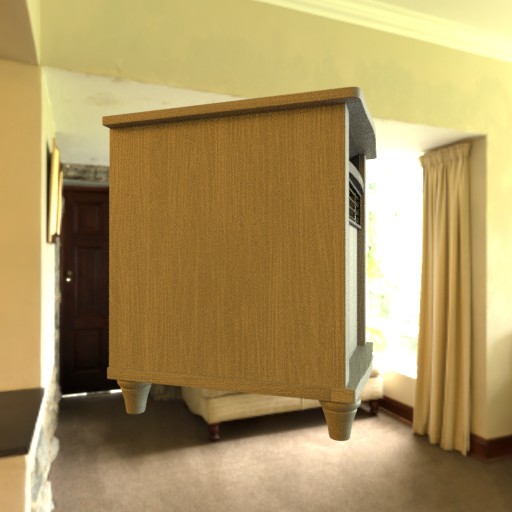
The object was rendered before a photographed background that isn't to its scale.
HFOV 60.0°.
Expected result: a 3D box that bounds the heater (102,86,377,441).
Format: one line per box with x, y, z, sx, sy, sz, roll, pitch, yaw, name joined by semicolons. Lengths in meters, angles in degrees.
0.000;0.000;0.768;0.400;0.481;0.362;0;0;18;heater
